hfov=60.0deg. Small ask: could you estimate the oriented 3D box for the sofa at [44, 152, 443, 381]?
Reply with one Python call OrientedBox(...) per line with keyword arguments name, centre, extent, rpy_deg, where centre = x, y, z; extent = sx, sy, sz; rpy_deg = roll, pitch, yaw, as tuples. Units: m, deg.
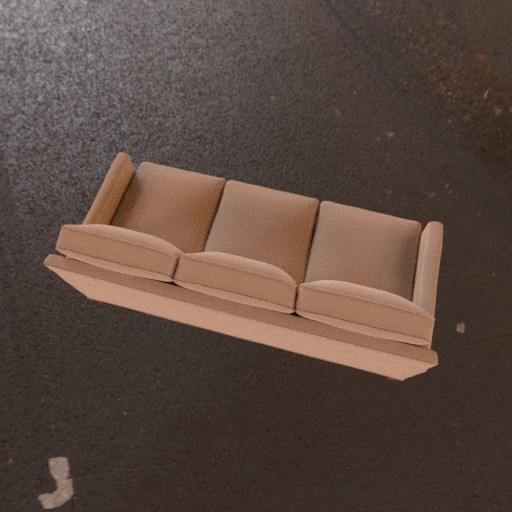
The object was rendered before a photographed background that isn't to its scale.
OrientedBox(name="sofa", centre=(0.000, 0.000, 2.866), extent=(2.246, 1.003, 1.084), rpy_deg=(13, 64, 7))
